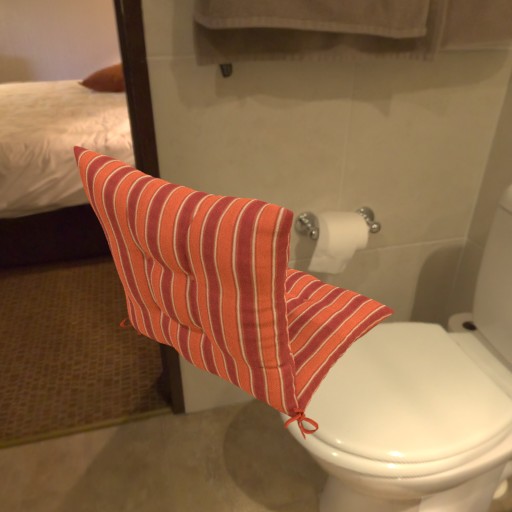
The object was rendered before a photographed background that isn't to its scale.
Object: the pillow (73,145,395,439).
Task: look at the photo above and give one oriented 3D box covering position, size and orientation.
[{"bbox_3d":[0.000,0.000,1.019,0.541,0.536,0.585,21,36,32],"label":"pillow"}]
